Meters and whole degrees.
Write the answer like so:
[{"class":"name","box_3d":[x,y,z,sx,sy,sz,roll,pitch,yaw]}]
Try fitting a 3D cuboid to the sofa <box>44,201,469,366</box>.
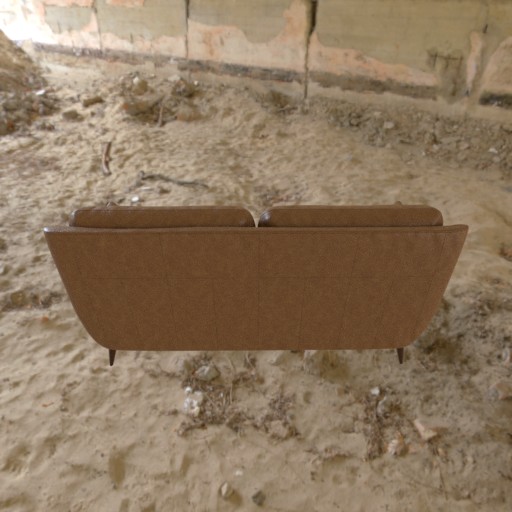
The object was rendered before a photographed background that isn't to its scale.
[{"class":"sofa","box_3d":[0.000,0.000,2.383,1.902,0.839,0.904,0,31,0]}]
